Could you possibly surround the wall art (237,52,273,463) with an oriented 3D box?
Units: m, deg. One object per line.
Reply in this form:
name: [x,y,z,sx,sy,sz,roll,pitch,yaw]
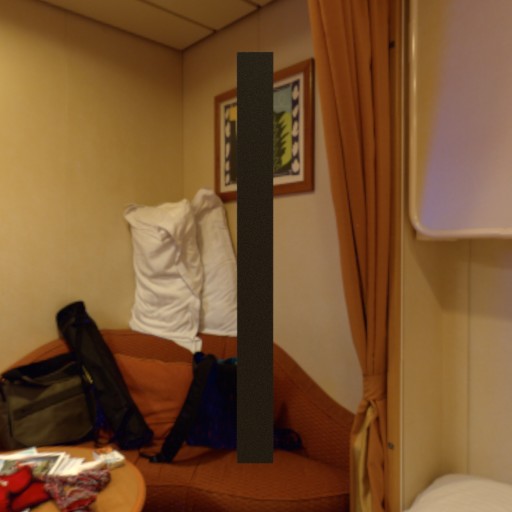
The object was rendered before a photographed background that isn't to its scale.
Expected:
wall art: [0.000,0.000,0.545,0.029,0.330,0.381,0,1,0]
